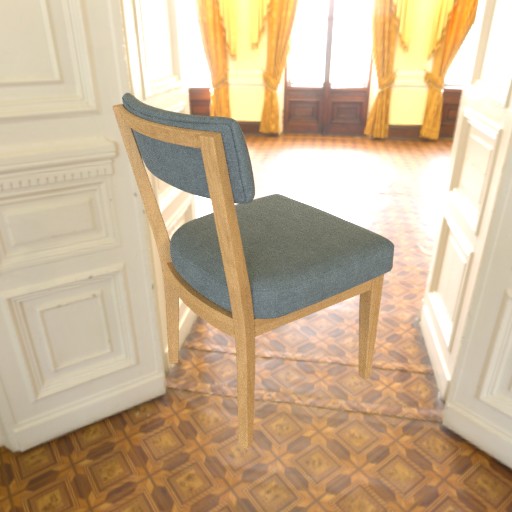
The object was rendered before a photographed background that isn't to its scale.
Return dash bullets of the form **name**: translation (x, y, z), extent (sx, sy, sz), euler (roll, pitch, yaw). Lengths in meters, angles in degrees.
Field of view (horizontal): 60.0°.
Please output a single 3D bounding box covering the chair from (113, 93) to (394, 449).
- **chair**: translation (0.000, 0.000, 1.211), extent (0.572, 0.832, 0.508), euler (-18, 32, -32)
